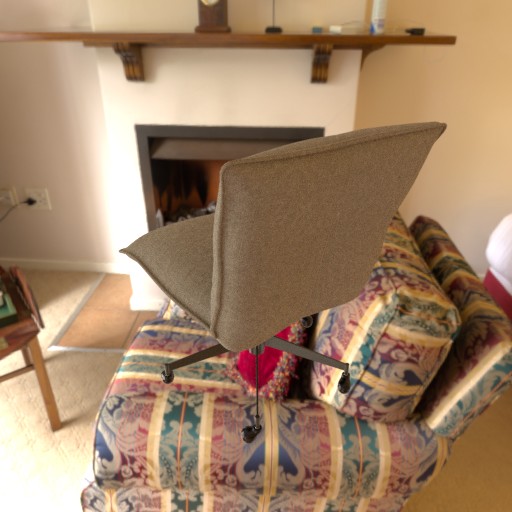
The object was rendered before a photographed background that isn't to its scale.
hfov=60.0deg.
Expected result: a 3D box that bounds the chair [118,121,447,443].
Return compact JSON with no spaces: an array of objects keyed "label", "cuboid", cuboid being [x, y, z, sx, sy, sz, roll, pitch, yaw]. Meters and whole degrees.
[{"label":"chair","cuboid":[0.000,0.000,1.273,0.597,0.811,0.696,-19,34,-30]}]
